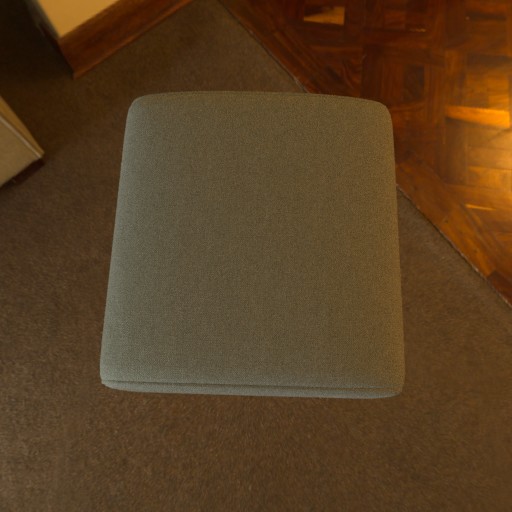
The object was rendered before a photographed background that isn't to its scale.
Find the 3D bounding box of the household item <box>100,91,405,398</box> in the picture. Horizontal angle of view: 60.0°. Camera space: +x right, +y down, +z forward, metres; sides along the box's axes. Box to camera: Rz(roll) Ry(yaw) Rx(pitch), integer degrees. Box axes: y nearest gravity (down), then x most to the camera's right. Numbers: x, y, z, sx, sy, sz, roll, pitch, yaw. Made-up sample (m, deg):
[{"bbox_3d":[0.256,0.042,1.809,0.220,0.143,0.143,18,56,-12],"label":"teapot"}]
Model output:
[{"bbox_3d":[0.000,0.000,0.893,0.530,0.410,0.530,2,76,0],"label":"household item"}]
